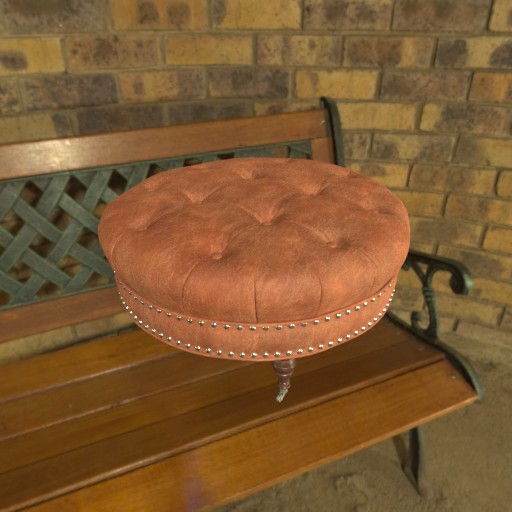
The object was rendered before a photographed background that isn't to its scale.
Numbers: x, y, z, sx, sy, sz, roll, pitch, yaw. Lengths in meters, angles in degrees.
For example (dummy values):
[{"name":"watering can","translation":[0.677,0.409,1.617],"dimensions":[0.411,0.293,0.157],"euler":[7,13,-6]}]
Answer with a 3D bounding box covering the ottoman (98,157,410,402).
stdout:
[{"name":"ottoman","translation":[0.000,0.000,1.388],"dimensions":[0.901,0.444,0.901],"euler":[0,29,0]}]
